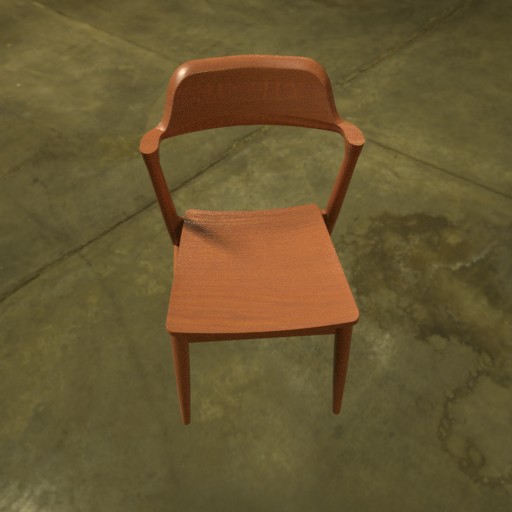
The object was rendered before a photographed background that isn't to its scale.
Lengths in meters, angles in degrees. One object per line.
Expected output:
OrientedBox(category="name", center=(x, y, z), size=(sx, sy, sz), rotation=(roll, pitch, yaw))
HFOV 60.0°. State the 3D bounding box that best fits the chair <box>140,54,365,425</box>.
OrientedBox(category="chair", center=(0.000, 0.000, 1.120), size=(0.496, 0.801, 0.499), rotation=(-3, 46, -3))
